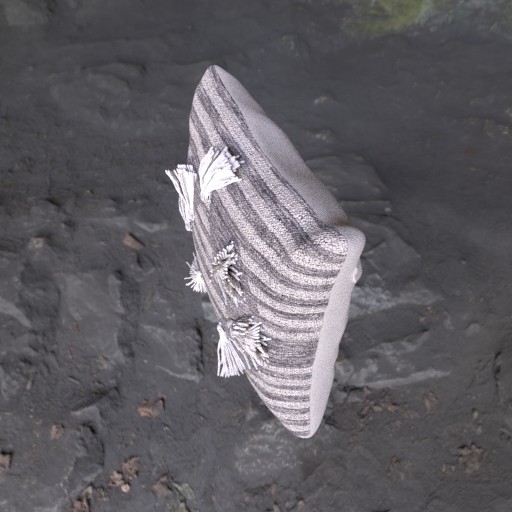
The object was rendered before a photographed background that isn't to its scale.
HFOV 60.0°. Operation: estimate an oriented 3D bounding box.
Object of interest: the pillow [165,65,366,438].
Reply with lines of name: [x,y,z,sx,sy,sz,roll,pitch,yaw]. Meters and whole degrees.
pillow: [0.000,0.000,0.781,0.234,0.490,0.484,-15,47,-15]
